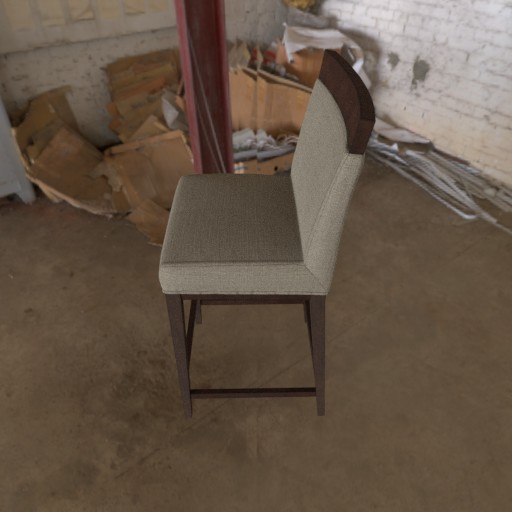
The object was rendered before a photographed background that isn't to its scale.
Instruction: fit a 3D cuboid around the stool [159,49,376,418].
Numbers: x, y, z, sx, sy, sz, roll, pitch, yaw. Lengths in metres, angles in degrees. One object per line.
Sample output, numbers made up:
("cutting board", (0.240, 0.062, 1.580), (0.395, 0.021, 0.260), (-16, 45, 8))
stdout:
("stool", (0.000, 0.000, 1.428), (0.531, 1.117, 0.511), (-1, 39, -1))
